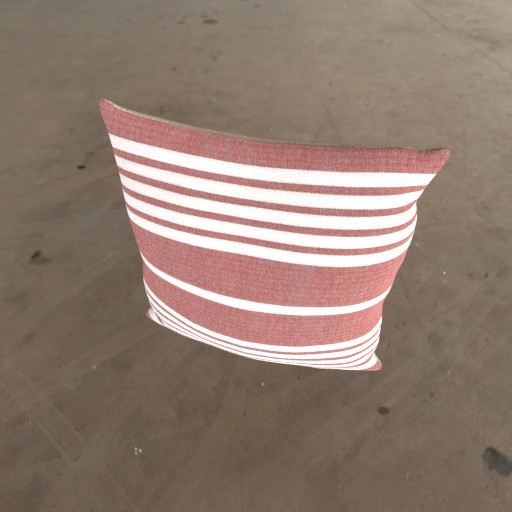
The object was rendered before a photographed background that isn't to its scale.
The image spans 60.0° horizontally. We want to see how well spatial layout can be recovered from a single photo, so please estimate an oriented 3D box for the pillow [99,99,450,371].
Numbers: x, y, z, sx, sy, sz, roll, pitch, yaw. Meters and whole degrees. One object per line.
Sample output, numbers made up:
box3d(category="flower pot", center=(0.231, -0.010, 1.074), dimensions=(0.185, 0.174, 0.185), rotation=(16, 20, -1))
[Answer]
box3d(category="pillow", center=(0.000, 0.000, 0.659), dimensions=(0.439, 0.427, 0.182), rotation=(11, 43, 12))
